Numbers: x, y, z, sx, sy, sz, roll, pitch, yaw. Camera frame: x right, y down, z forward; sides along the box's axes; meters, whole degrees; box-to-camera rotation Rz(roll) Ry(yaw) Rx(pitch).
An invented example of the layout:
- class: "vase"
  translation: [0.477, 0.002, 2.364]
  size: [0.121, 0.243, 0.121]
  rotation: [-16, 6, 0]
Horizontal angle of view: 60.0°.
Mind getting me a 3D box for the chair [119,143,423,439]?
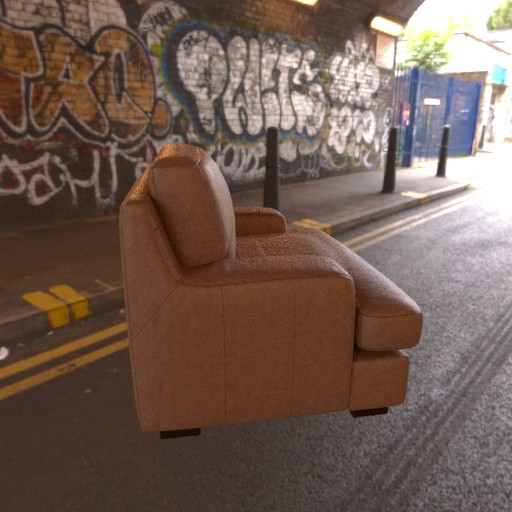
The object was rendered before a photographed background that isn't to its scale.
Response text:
- class: "chair"
  translation: [0.000, 0.000, 2.025]
  size: [1.050, 0.978, 1.276]
  rotation: [-3, 17, -9]
